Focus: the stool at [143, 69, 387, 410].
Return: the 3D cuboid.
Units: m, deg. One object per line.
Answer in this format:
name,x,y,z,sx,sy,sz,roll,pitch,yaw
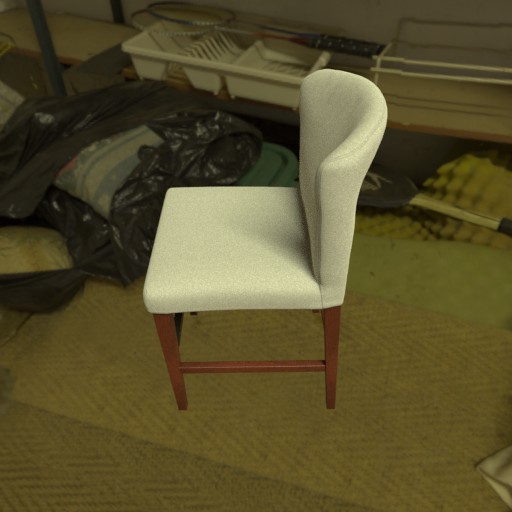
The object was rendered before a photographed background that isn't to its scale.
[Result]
stool,0.000,0.000,1.296,0.568,0.968,0.479,-1,42,-1
